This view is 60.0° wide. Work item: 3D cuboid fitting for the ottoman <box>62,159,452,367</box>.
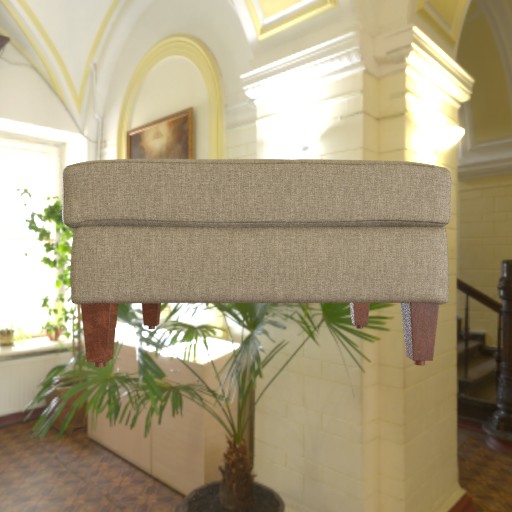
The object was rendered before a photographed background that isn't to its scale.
[{"bbox_3d":[0.000,0.000,1.260,0.873,0.494,0.639,0,0,-1],"label":"ottoman"}]
